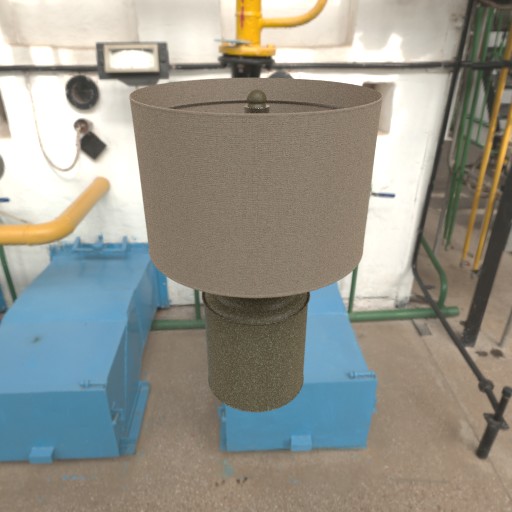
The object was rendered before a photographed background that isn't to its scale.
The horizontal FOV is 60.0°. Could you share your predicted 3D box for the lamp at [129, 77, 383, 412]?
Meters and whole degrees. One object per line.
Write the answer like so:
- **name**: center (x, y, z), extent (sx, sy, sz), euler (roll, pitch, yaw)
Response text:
- **lamp**: center (0.000, 0.000, 0.684), extent (0.318, 0.486, 0.318), euler (0, 28, 0)
